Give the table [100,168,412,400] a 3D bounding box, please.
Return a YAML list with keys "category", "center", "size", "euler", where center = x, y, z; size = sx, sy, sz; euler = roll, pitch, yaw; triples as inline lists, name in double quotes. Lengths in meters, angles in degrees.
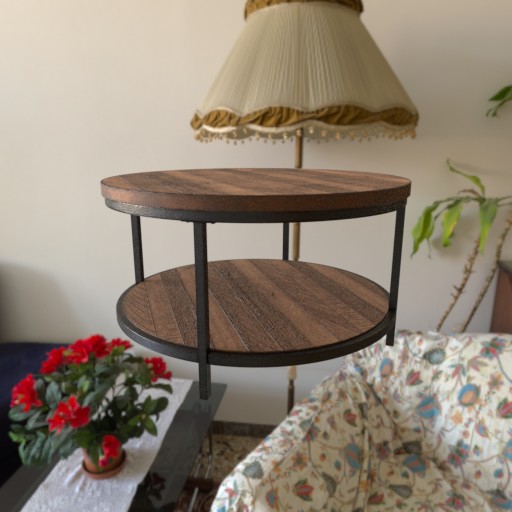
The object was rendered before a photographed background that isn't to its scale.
- category: "table"
  center: [0.000, 0.000, 1.317]
  size: [0.837, 0.462, 0.837]
  euler: [0, 15, 0]
